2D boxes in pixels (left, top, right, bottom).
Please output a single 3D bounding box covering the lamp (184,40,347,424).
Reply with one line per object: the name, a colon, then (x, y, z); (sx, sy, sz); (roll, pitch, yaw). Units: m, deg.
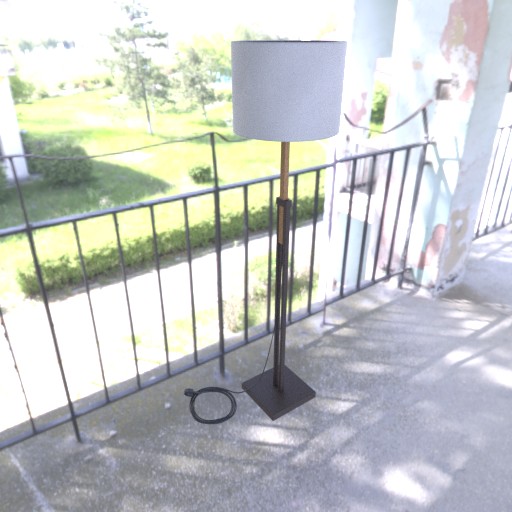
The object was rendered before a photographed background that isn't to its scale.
lamp: (0.000, 0.000, 1.894); (0.639, 1.650, 0.474); (-18, 32, -31)
